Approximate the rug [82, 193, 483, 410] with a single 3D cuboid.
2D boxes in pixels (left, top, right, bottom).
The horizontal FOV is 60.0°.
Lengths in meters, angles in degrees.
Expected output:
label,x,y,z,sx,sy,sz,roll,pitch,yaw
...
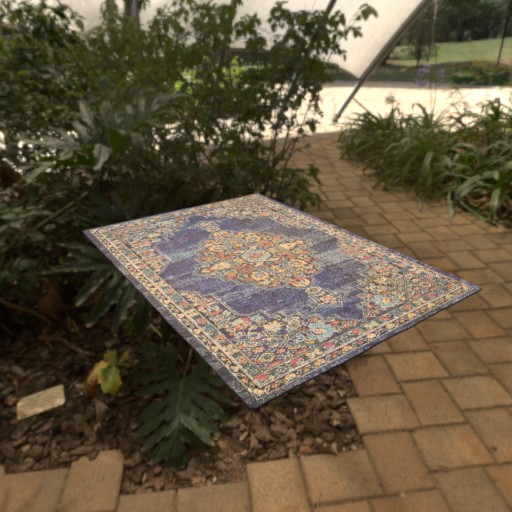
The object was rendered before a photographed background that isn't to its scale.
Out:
label,x,y,z,sx,sy,sz,roll,pitch,yaw
rug,0.000,0.000,2.935,1.630,0.009,2.232,-17,30,-32
